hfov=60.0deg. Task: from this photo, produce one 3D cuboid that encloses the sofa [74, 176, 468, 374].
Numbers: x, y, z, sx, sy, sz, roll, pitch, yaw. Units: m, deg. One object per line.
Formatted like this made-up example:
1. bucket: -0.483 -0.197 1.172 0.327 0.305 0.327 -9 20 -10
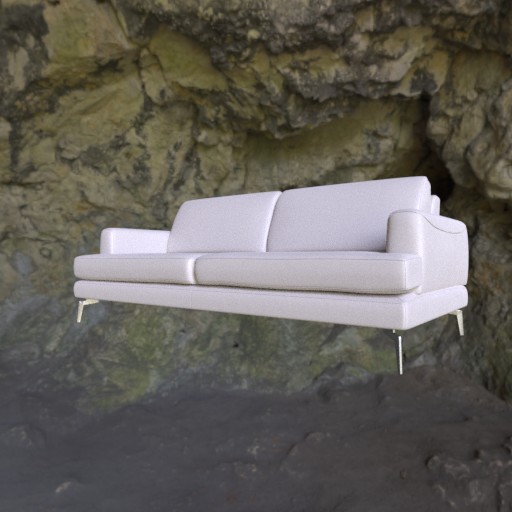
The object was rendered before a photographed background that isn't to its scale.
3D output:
1. sofa: 0.000 0.000 2.365 1.940 0.765 0.974 0 0 37
